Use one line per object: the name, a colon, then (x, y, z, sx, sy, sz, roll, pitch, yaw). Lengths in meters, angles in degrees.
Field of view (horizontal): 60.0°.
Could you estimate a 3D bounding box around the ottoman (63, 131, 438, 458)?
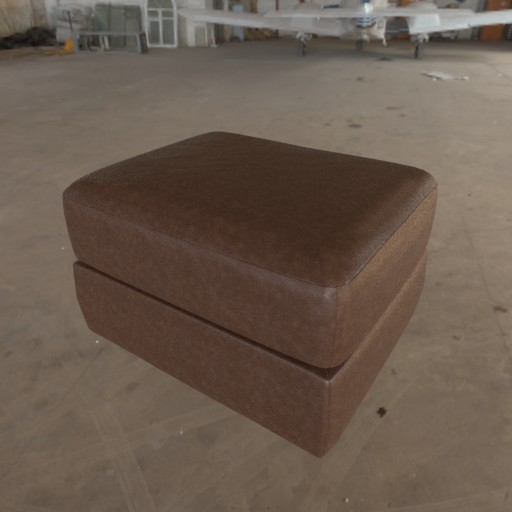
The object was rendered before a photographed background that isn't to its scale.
ottoman: (0.000, 0.000, 1.137, 0.751, 0.476, 0.603, 19, 35, 29)
